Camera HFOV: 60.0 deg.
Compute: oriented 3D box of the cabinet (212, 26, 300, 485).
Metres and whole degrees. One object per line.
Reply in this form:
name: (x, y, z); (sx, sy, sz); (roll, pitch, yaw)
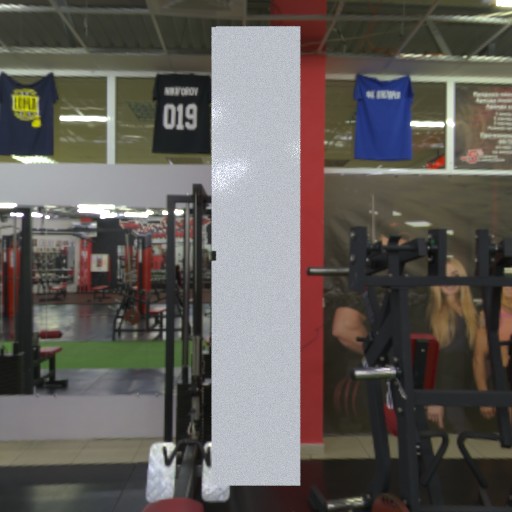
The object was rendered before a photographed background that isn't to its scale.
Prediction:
cabinet: (0.000, 0.000, 1.502); (0.270, 1.400, 0.300); (0, 0, 0)
